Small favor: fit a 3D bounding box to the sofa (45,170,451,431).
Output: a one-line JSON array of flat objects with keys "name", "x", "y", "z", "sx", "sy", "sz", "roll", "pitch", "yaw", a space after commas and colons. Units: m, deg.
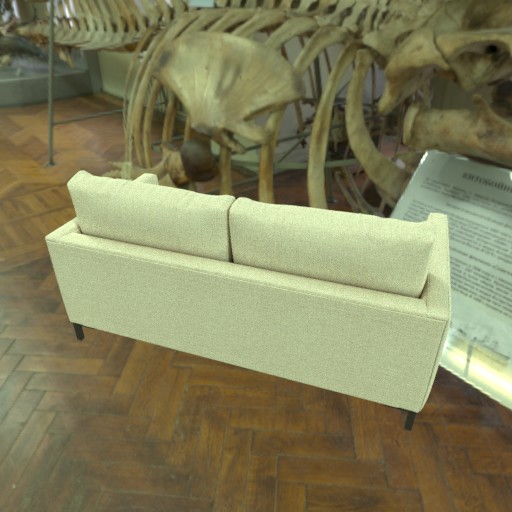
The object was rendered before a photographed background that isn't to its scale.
[{"name": "sofa", "x": 0.000, "y": 0.000, "z": 2.069, "sx": 1.651, "sy": 0.812, "sz": 0.839, "roll": 10, "pitch": 33, "yaw": 17}]
